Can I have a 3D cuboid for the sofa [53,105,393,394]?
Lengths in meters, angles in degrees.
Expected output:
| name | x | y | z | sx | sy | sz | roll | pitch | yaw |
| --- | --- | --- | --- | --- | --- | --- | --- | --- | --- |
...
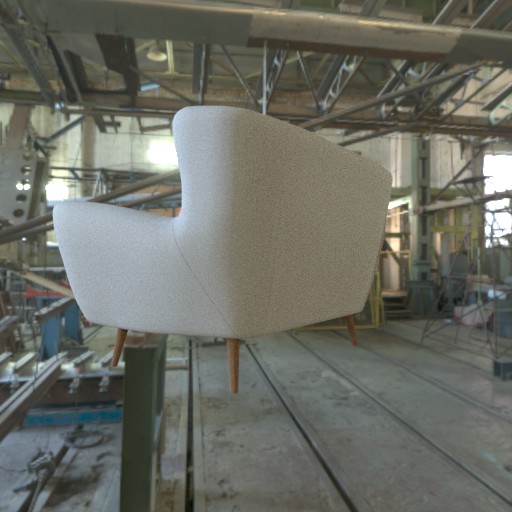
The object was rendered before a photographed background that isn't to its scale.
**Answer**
| name | x | y | z | sx | sy | sz | roll | pitch | yaw |
| --- | --- | --- | --- | --- | --- | --- | --- | --- | --- |
| sofa | 0.000 | 0.000 | 1.951 | 0.921 | 0.878 | 1.424 | 0 | 0 | 36 |
